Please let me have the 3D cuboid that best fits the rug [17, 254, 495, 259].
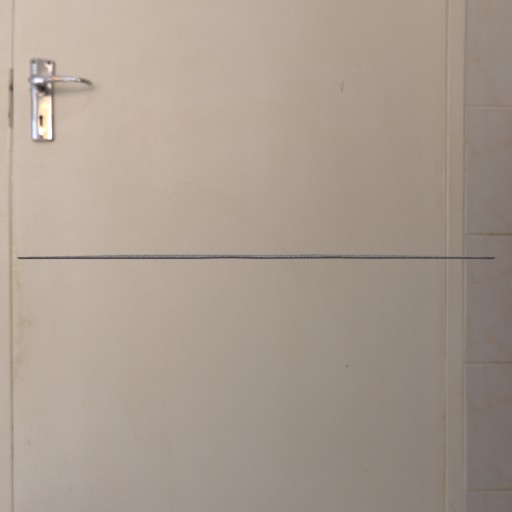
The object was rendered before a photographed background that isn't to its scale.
[{"bbox_3d":[0.000,0.000,4.051,3.068,0.021,2.456,0,0,-1],"label":"rug"}]
